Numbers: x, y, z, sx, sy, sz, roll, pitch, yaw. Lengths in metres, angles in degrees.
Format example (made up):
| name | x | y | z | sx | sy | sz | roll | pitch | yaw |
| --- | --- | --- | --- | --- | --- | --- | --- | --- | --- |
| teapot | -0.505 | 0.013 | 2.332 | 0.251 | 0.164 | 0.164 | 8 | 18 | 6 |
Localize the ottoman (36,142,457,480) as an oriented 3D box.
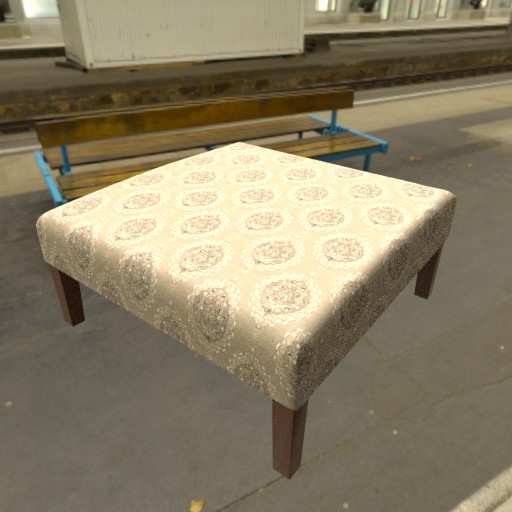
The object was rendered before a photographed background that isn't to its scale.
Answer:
| name | x | y | z | sx | sy | sz | roll | pitch | yaw |
| --- | --- | --- | --- | --- | --- | --- | --- | --- | --- |
| ottoman | 0.000 | 0.000 | 1.375 | 0.889 | 0.411 | 0.890 | 22 | 37 | 32 |
